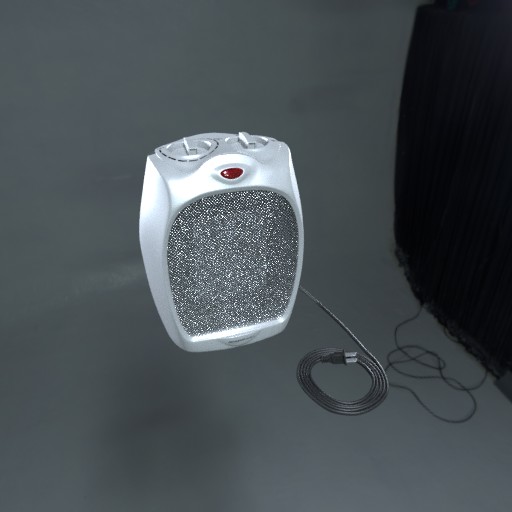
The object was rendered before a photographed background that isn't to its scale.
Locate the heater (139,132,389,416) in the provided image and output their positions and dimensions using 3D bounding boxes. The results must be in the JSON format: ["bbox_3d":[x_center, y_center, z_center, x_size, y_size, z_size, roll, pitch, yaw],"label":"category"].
[{"bbox_3d":[0.000,0.000,0.491,0.239,0.240,0.291,-10,33,-16],"label":"heater"}]
